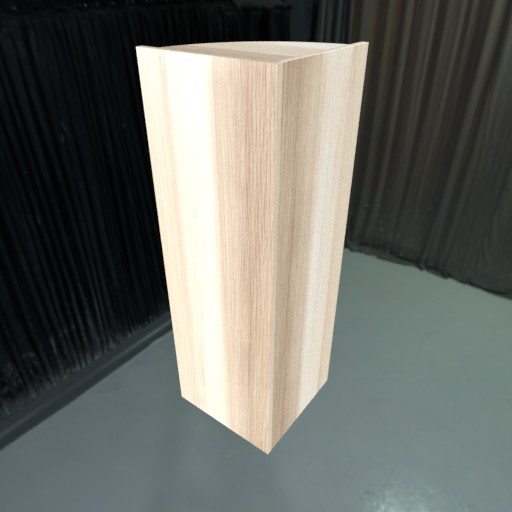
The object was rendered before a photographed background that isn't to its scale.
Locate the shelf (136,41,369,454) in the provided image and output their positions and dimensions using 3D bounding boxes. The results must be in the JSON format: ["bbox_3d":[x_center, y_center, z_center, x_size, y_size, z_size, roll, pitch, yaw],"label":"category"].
[{"bbox_3d":[0.000,0.000,1.005,0.290,0.872,0.290,22,38,31],"label":"shelf"}]
